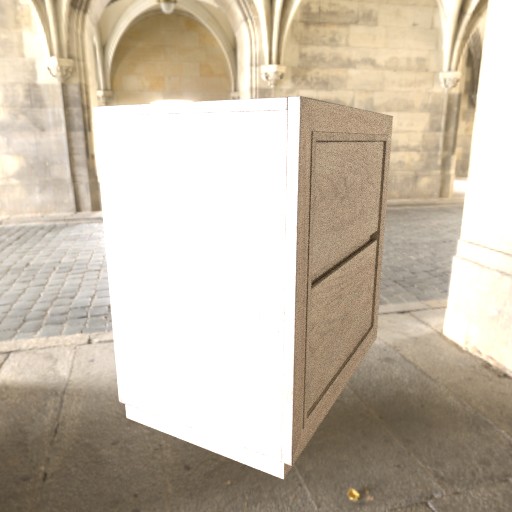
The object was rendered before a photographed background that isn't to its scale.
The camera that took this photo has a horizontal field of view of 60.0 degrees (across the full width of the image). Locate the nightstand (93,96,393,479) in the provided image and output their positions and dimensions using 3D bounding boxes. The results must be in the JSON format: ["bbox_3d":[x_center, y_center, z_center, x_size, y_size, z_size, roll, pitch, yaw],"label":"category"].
[{"bbox_3d":[0.000,0.000,1.091,0.483,0.673,0.612,8,16,28],"label":"nightstand"}]
